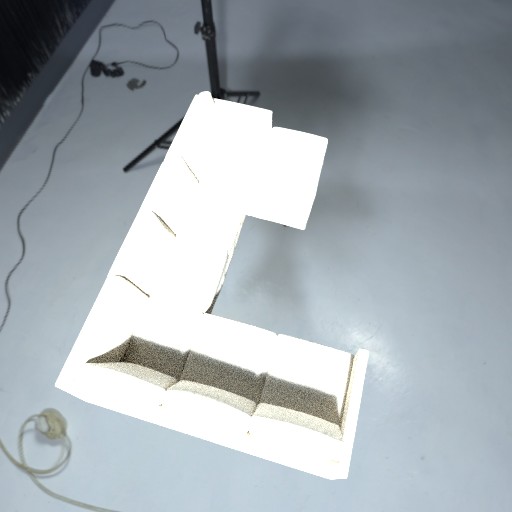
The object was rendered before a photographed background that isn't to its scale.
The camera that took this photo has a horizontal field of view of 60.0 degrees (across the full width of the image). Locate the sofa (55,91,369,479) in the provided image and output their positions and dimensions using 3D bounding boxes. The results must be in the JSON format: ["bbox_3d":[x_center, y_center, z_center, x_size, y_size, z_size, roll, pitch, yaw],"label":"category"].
[{"bbox_3d":[0.000,0.000,4.427,2.427,0.882,3.460,14,63,7],"label":"sofa"}]
